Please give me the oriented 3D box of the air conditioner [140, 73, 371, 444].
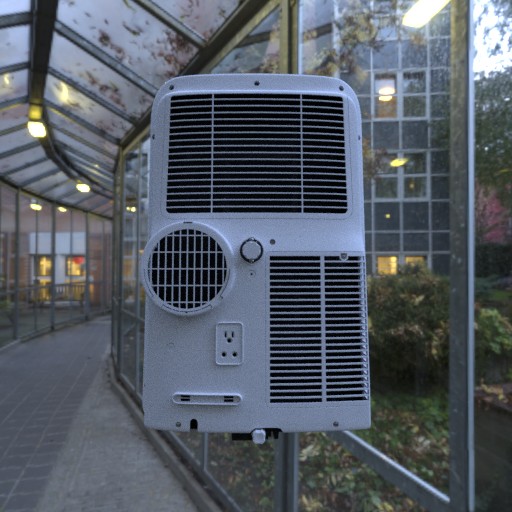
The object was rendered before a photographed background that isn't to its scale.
[{"bbox_3d":[0.000,0.000,0.963,0.454,0.700,0.365,0,-1,-1],"label":"air conditioner"}]
